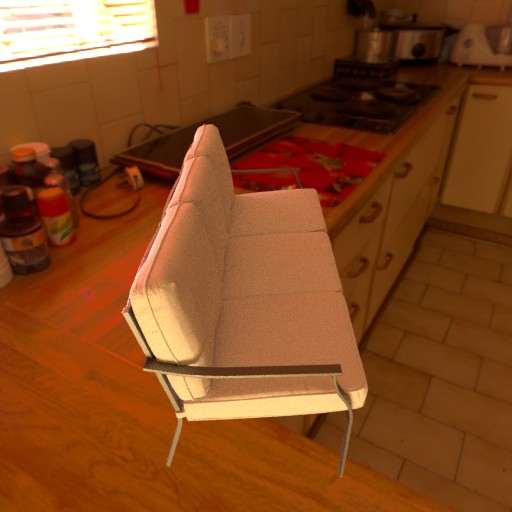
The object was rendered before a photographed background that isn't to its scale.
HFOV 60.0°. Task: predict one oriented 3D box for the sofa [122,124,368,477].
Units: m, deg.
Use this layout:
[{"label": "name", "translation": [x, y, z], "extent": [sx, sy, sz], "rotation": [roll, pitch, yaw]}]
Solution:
[{"label": "sofa", "translation": [0.000, 0.000, 2.168], "extent": [0.787, 0.860, 1.740], "rotation": [0, 32, 0]}]
